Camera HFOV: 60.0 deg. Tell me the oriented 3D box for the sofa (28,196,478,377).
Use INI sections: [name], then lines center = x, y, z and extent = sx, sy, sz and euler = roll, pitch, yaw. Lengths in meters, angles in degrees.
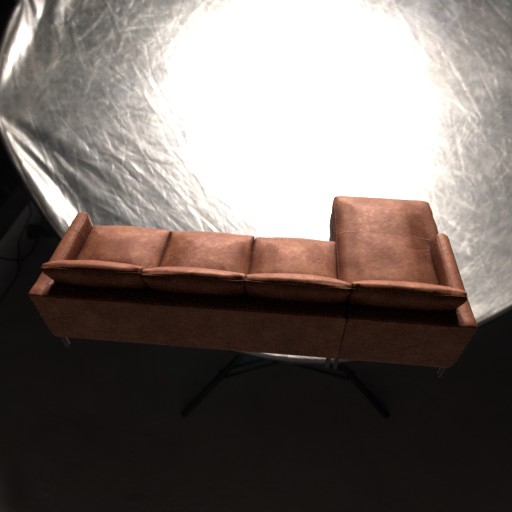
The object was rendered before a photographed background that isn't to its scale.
[sofa]
center = 0.000, 0.000, 3.572
extent = 2.993, 0.859, 1.471
euler = 4, 46, 4
